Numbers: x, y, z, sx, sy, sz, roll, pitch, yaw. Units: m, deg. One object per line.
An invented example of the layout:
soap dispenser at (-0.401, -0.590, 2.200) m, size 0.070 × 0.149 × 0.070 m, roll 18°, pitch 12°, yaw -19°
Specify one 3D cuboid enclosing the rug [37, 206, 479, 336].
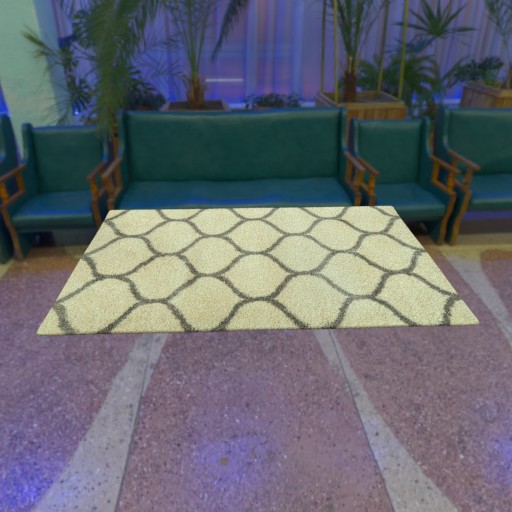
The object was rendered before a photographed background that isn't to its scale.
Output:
rug at (0.000, 0.000, 3.461) m, size 2.701 × 0.026 × 1.801 m, roll -1°, pitch 30°, yaw -2°
